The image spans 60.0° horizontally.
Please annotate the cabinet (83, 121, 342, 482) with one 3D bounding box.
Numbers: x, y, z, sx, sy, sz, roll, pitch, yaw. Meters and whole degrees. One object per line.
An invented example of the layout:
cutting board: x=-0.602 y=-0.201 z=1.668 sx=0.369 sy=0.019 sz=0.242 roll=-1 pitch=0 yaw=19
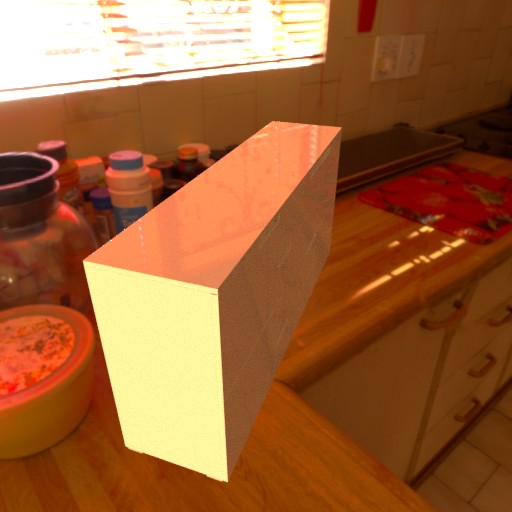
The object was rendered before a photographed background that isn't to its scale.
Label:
cabinet: x=0.000 y=0.000 z=2.014 sx=0.400 sy=0.800 sz=1.650 roll=10 pitch=32 yaw=17
